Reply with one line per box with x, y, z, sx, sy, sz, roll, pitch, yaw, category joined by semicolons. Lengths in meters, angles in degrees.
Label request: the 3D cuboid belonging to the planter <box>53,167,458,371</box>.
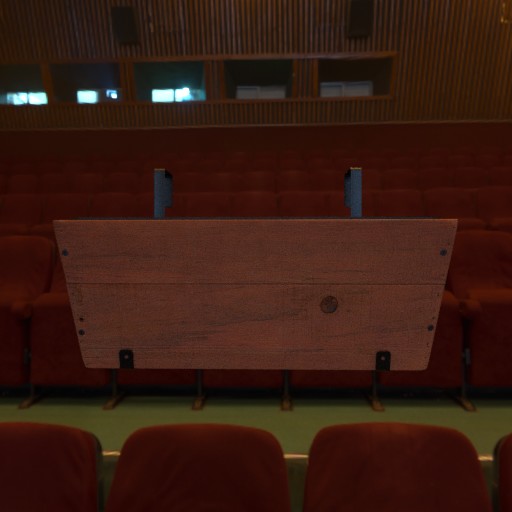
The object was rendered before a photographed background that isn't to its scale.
0.000;0.000;0.653;0.480;0.289;0.262;0;0;2;planter
